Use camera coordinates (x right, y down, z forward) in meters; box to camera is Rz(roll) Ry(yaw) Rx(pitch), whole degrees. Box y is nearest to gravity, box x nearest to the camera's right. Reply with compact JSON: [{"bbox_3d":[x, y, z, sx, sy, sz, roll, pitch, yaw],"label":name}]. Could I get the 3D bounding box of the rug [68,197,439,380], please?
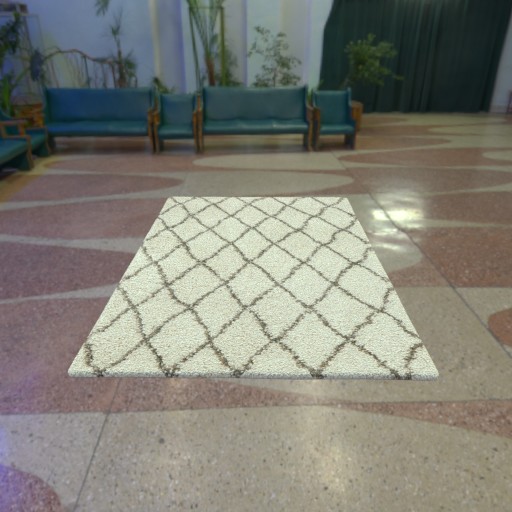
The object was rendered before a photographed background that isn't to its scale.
[{"bbox_3d":[0.000,0.000,2.241,1.219,0.030,1.778,0,26,1],"label":"rug"}]
